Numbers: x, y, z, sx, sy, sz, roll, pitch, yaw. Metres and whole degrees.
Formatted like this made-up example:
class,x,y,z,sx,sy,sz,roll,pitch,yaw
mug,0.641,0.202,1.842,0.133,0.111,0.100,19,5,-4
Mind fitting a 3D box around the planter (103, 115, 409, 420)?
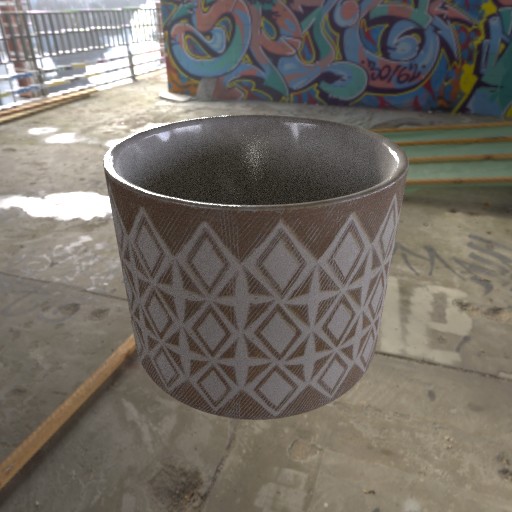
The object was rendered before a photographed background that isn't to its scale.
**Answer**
class,x,y,z,sx,sy,sz,roll,pitch,yaw
planter,0.000,0.000,0.333,0.193,0.165,0.193,0,30,0
